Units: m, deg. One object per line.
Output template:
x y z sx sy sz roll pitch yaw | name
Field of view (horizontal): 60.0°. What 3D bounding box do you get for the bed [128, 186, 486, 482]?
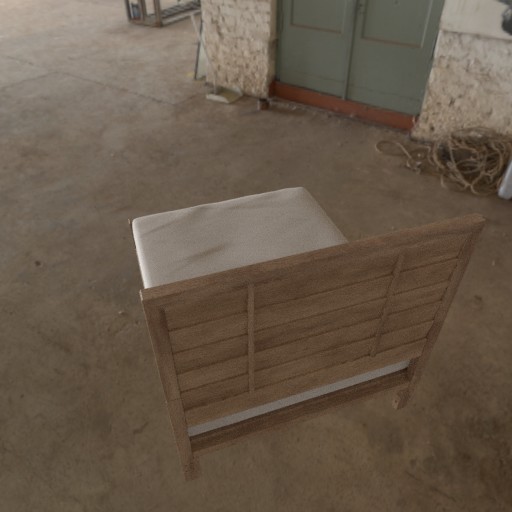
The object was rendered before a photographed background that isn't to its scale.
0.000 0.000 3.144 1.615 1.631 2.017 -13 42 -14 | bed
